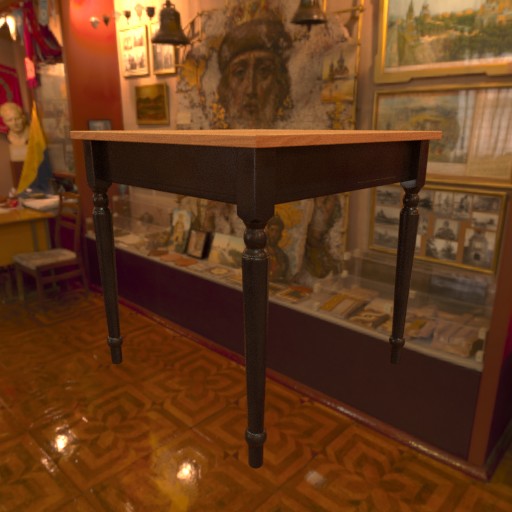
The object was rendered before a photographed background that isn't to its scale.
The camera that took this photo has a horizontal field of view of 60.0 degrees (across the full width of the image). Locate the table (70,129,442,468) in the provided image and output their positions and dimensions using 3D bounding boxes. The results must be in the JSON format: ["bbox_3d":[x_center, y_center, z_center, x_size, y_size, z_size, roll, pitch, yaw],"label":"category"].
[{"bbox_3d":[0.000,0.000,1.360,0.747,0.738,0.747,-16,23,-43],"label":"table"}]
